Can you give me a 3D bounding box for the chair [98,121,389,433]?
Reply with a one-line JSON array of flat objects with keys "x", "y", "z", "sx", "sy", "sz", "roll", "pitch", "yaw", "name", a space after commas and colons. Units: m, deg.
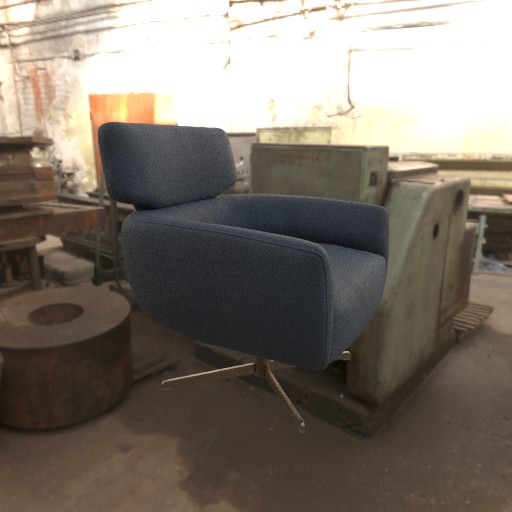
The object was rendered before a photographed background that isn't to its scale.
[{"x": 0.000, "y": 0.000, "z": 1.410, "sx": 0.761, "sy": 0.813, "sz": 0.738, "roll": 7, "pitch": 16, "yaw": 26, "name": "chair"}]
